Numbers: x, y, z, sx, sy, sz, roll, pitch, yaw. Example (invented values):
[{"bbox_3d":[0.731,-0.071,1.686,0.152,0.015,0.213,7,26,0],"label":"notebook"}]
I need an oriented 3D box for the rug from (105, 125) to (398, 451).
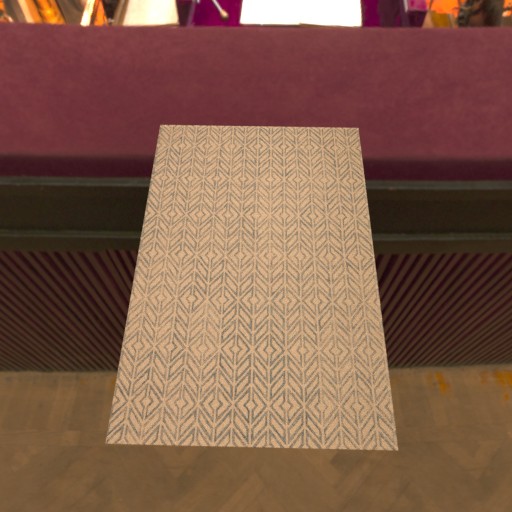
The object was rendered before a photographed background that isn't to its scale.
[{"bbox_3d":[0.000,0.000,2.289,1.220,0.008,1.824,1,61,1],"label":"rug"}]
